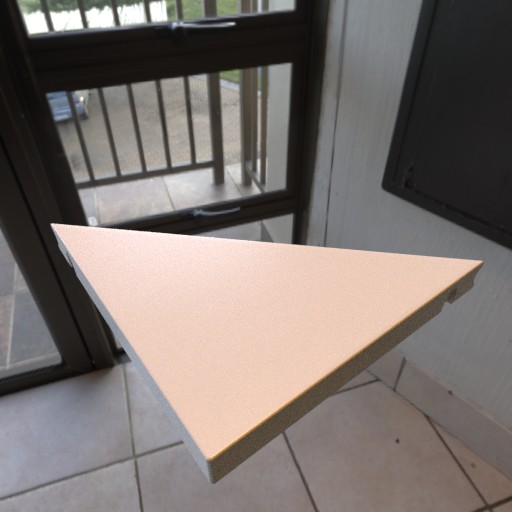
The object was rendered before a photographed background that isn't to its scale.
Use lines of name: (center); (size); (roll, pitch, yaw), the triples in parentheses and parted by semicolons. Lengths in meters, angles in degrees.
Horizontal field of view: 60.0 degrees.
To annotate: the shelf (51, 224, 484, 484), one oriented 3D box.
shelf: (0.000, 0.000, 0.431); (0.296, 0.035, 0.296); (-26, 47, -27)
